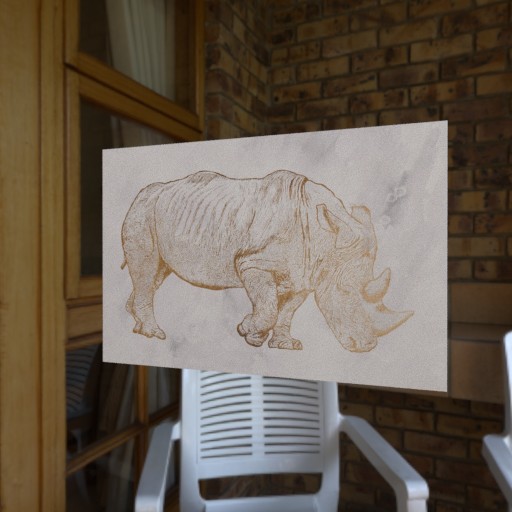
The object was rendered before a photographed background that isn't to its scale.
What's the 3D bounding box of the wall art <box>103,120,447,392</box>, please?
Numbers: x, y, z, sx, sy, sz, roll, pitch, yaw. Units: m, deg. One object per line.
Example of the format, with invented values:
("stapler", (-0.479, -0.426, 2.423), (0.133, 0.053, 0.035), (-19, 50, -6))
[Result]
("wall art", (0.000, 0.000, 1.155), (0.915, 0.610, 0.038), (0, 0, 18))
